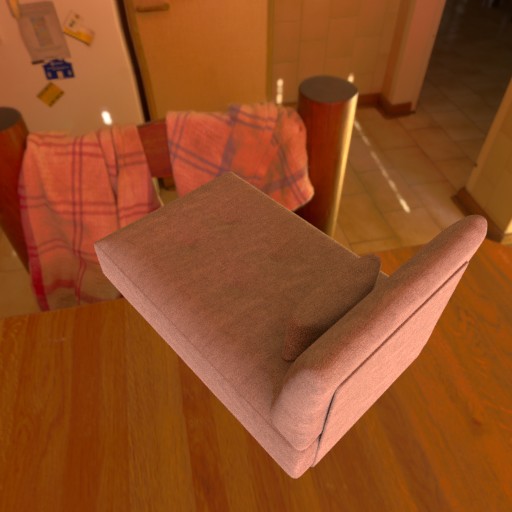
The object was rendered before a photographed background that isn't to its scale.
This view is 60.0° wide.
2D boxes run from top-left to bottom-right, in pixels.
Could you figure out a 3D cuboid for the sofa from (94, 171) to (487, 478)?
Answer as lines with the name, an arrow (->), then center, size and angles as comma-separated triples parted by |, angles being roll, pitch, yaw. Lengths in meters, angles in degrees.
sofa -> 0.000, 0.000, 1.964 | 0.930, 0.820, 1.450 | -34, 55, -28
